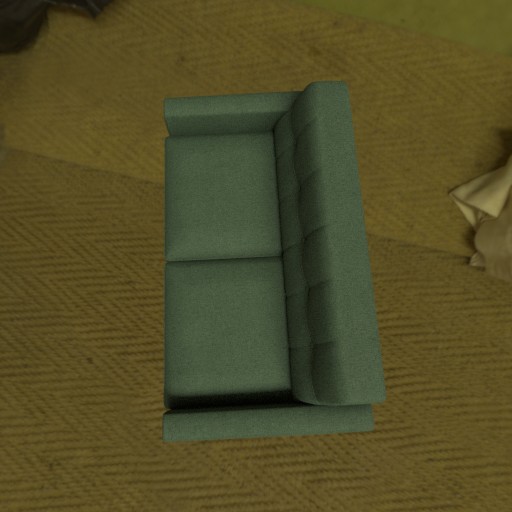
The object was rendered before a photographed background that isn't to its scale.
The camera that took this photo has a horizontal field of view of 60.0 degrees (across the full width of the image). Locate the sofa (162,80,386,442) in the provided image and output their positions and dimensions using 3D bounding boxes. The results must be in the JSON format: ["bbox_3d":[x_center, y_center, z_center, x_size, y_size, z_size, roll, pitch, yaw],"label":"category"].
[{"bbox_3d":[0.000,0.000,2.173,0.909,0.841,1.631,-3,75,-1],"label":"sofa"}]
